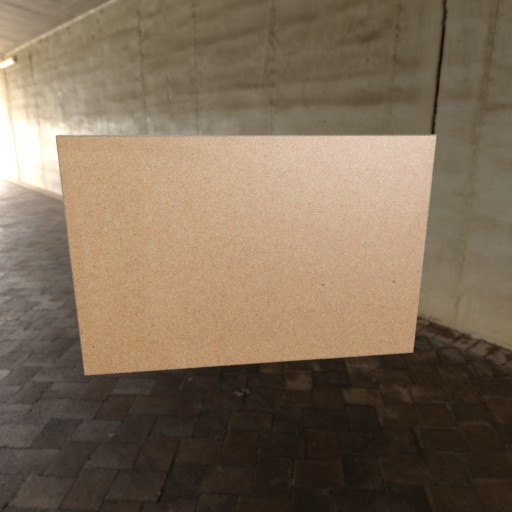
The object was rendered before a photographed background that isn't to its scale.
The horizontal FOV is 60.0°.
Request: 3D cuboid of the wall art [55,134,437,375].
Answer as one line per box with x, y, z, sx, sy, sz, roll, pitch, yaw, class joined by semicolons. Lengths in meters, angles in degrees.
0.000;0.000;0.776;0.615;0.410;0.021;-2;16;-8;wall art
